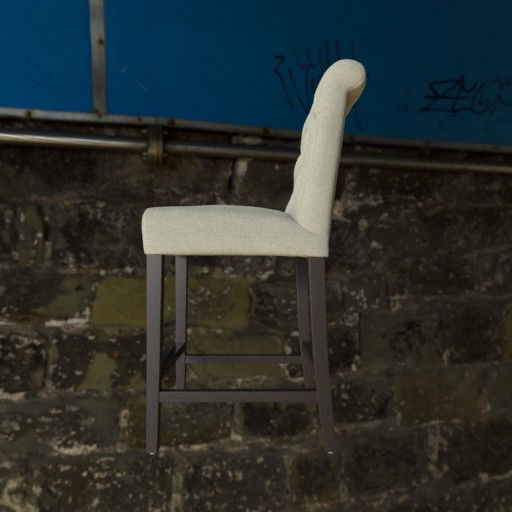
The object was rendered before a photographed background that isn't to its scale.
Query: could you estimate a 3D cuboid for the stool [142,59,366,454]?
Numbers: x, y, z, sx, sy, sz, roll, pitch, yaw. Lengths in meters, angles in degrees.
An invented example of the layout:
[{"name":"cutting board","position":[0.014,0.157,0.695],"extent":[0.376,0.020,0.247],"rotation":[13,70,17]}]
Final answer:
[{"name":"stool","position":[0.000,0.000,1.385],"extent":[0.601,1.040,0.493],"rotation":[0,0,0]}]
